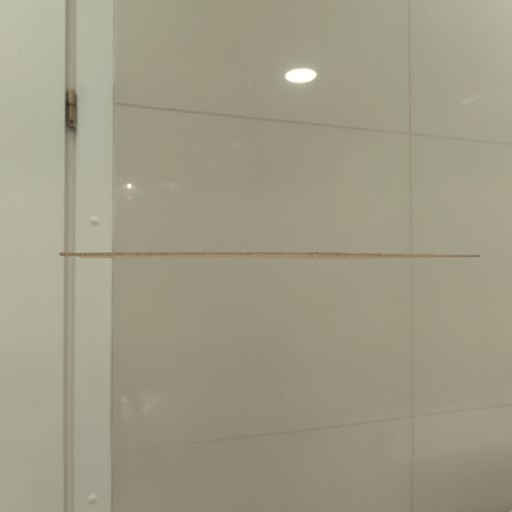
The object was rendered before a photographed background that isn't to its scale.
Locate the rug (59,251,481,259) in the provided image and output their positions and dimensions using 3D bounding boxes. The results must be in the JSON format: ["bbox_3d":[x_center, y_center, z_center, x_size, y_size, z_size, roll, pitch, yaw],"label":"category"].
[{"bbox_3d":[0.000,0.000,3.043,2.346,0.029,1.574,0,-1,-18],"label":"rug"}]
